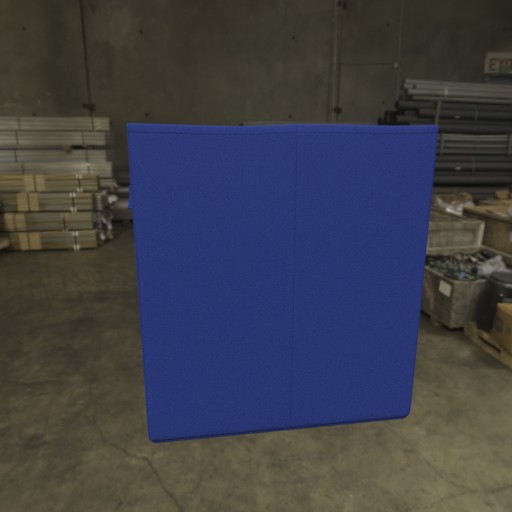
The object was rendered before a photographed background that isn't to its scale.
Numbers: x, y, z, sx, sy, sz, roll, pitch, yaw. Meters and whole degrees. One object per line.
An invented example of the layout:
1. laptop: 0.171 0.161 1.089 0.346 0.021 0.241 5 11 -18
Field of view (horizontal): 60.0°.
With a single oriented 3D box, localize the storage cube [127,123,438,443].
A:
1. storage cube: 0.000 0.000 0.508 0.270 0.280 0.270 -2 15 -9
